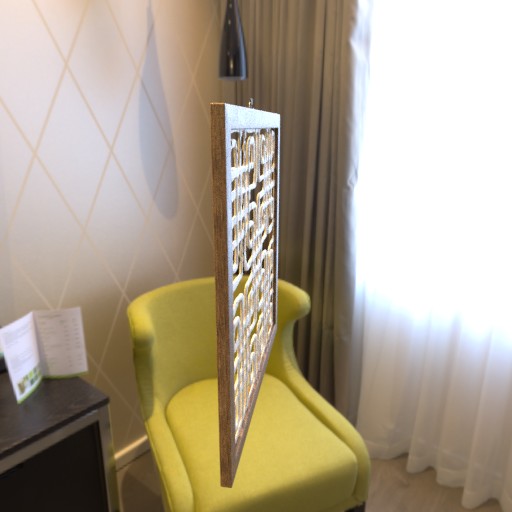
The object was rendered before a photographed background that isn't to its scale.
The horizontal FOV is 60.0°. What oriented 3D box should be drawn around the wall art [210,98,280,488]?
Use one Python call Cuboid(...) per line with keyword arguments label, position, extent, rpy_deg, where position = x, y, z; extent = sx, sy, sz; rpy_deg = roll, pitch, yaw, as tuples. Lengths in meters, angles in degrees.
Cuboid(label="wall art", position=(0.000, 0.000, 0.866), extent=(0.021, 0.582, 0.561), rpy_deg=(3, 17, 9))
